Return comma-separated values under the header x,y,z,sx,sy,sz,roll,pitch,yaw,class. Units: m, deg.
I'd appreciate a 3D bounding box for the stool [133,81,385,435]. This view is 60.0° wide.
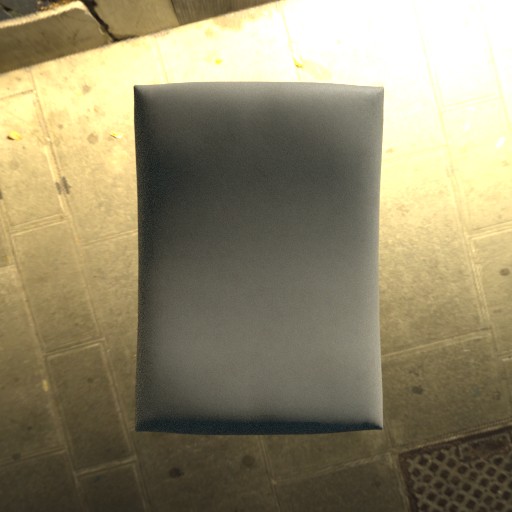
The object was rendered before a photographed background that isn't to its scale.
x,y,z,sx,sy,sz,roll,pitch,yaw,class
0.000,0.000,0.919,0.375,0.632,0.509,0,91,-1,stool
